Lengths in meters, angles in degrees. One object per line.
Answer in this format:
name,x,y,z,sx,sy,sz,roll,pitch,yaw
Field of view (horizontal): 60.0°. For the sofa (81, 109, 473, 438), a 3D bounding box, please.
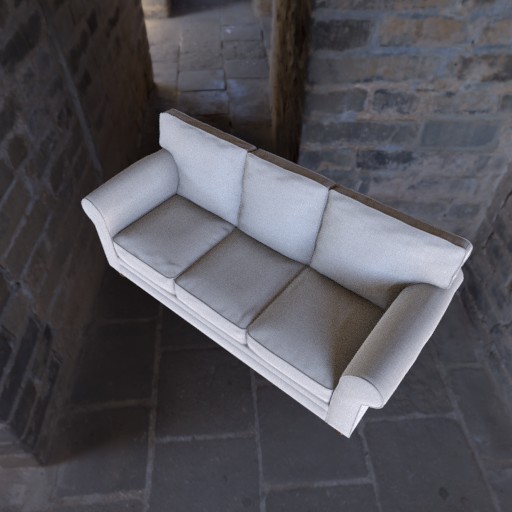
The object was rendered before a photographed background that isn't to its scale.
sofa,0.000,0.000,2.617,2.084,0.961,0.916,30,54,25
